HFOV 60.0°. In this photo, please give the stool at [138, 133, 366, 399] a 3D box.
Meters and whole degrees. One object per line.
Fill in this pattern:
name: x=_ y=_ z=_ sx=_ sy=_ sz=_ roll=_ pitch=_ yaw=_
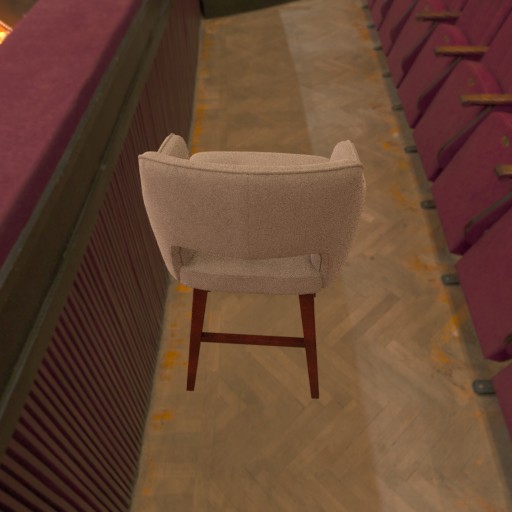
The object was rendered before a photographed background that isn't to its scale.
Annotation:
stool: x=0.000 y=0.000 z=1.346 sx=0.548 sy=1.012 sz=0.558 roll=3 pitch=47 yaw=3
